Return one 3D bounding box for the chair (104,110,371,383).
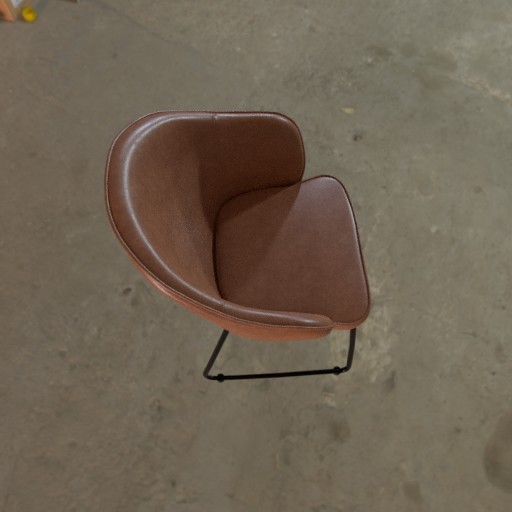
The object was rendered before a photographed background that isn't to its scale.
[{"bbox_3d":[0.000,0.000,1.202,0.580,0.785,0.582,-4,63,-2],"label":"chair"}]
